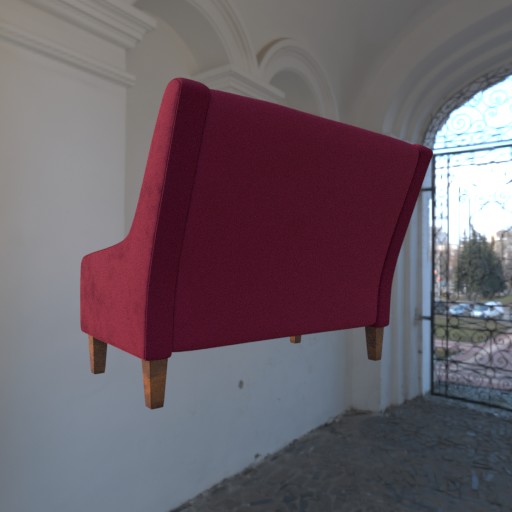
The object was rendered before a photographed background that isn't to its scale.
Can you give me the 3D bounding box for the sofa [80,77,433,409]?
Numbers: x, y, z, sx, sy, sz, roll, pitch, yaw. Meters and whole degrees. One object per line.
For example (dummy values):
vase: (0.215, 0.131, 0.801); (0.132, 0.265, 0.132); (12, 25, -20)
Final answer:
sofa: (0.000, 0.000, 1.915); (1.242, 0.976, 0.946); (1, -1, -38)
